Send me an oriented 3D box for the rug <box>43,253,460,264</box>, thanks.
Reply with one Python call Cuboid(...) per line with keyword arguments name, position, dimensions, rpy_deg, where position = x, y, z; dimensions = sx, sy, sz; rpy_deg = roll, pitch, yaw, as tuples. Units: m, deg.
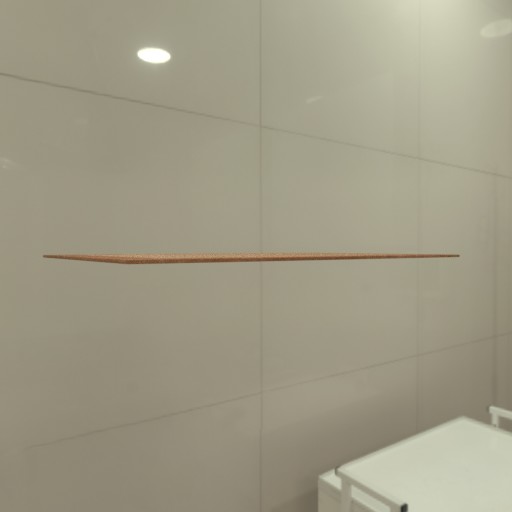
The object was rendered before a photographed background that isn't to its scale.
Cuboid(name="rug", position=(0.000, 0.000, 2.330), dimensions=(1.829, 0.014, 1.219), rpy_deg=(-1, 1, -36))
